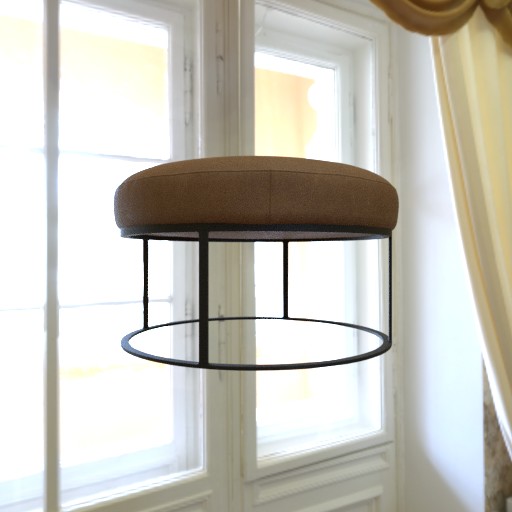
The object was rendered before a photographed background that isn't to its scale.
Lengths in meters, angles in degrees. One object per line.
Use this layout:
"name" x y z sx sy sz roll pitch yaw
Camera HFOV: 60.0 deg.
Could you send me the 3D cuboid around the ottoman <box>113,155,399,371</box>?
"ottoman" 0.000 0.000 1.254 0.771 0.460 0.771 0 0 0
